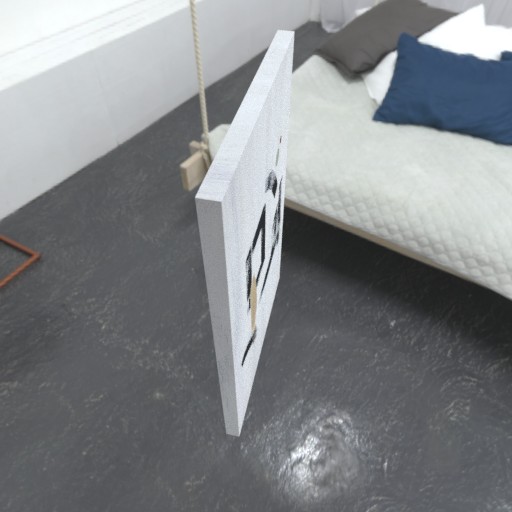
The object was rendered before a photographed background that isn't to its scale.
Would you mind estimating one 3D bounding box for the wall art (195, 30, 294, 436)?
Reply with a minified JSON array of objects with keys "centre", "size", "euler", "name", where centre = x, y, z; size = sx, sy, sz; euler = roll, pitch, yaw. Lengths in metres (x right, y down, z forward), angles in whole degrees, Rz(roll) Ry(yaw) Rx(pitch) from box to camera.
[{"centre":[0.000,0.000,1.180],"size":[0.043,0.914,0.624],"euler":[10,49,9],"name":"wall art"}]
